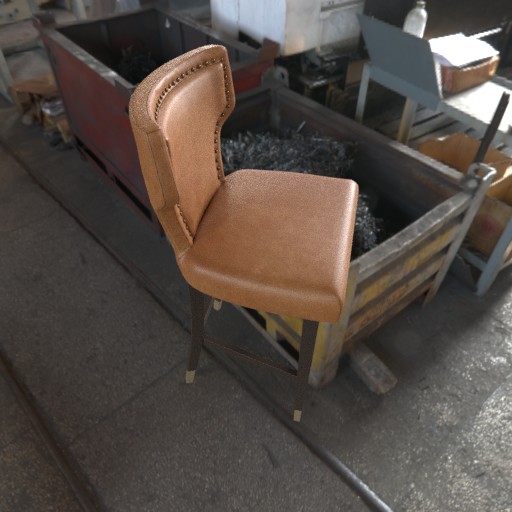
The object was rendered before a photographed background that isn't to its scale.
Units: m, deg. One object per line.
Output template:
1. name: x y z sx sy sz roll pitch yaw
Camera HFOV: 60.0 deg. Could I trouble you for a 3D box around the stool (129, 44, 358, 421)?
1. stool: 0.000 0.000 1.393 0.563 1.092 0.526 10 46 10
